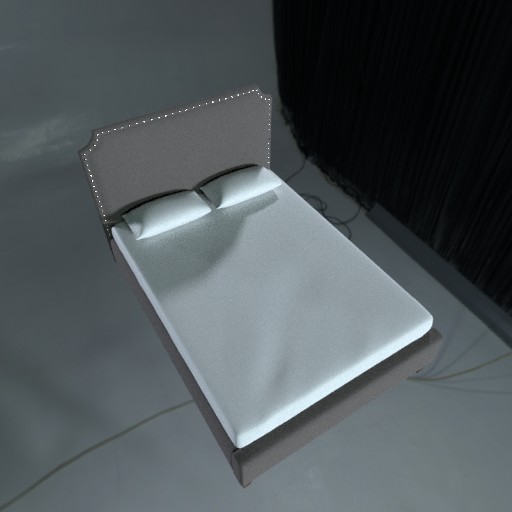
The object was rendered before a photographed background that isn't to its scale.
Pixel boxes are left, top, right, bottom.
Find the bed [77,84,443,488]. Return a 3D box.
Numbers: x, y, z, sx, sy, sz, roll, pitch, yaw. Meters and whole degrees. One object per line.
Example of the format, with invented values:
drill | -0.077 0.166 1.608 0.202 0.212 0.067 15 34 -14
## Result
bed | 0.000 0.000 3.342 1.713 1.443 2.372 -24 50 -22
